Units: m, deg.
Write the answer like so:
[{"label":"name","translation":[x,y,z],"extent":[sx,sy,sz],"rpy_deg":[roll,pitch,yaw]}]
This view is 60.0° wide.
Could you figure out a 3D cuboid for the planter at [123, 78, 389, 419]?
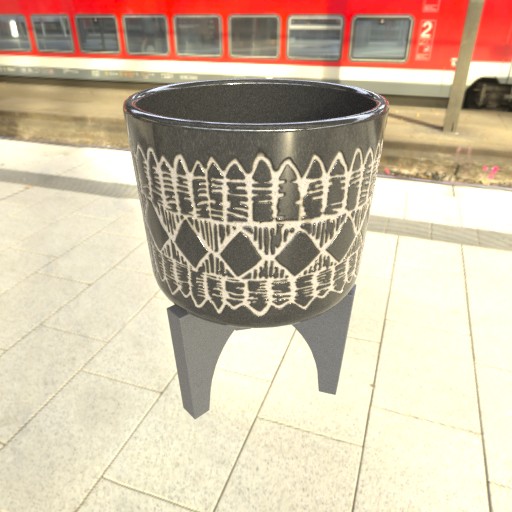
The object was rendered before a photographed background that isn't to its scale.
[{"label":"planter","translation":[0.000,0.000,0.515],"extent":[0.251,0.355,0.251],"rpy_deg":[9,30,15]}]
